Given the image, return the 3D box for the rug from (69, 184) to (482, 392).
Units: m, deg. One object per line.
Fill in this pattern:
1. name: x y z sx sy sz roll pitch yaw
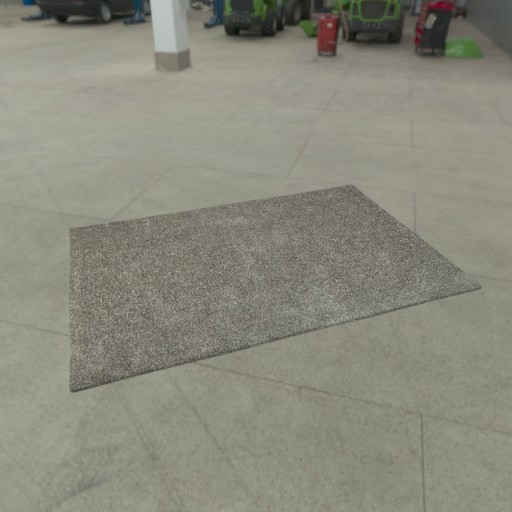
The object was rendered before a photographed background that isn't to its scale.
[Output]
1. rug: 0.000 0.000 3.403 2.699 0.026 1.802 -11 35 -16
